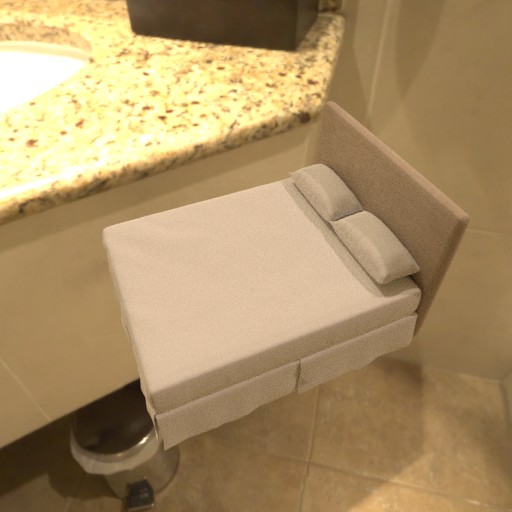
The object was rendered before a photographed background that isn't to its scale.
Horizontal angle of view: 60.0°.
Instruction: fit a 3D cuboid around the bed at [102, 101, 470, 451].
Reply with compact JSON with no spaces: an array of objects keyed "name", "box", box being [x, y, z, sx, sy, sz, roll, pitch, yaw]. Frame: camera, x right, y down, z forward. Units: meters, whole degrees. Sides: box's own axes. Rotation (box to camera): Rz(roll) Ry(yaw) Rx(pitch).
[{"name":"bed","box":[0.000,0.000,3.339,2.162,1.330,1.713,-17,48,-16]}]
